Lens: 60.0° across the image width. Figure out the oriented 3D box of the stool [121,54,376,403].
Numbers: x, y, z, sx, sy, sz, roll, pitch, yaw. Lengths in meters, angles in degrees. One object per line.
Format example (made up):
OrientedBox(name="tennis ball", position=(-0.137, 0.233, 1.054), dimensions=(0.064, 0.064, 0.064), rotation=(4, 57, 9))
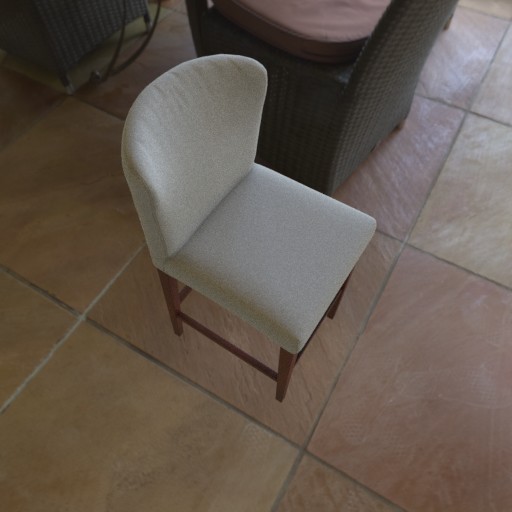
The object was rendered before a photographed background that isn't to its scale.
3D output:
OrientedBox(name="stool", position=(0.000, 0.000, 1.393), dimensions=(0.568, 1.069, 0.479), rotation=(29, 63, 17))
